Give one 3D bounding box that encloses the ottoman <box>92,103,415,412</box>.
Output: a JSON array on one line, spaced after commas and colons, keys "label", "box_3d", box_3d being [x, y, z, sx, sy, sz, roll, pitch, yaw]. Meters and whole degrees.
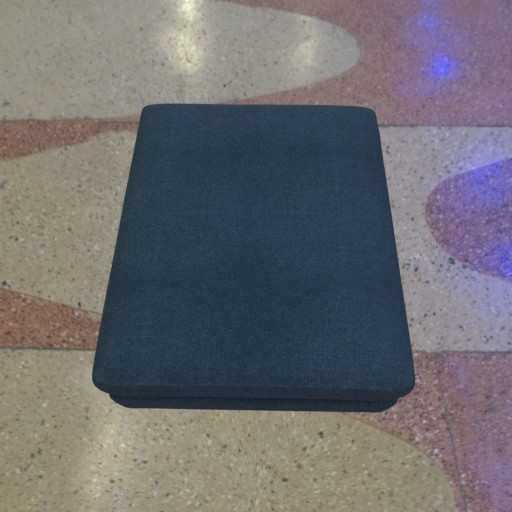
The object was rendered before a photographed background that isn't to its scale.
[{"label": "ottoman", "box_3d": [0.000, 0.000, 1.259, 0.693, 0.474, 0.821, 1, 62, 0]}]
